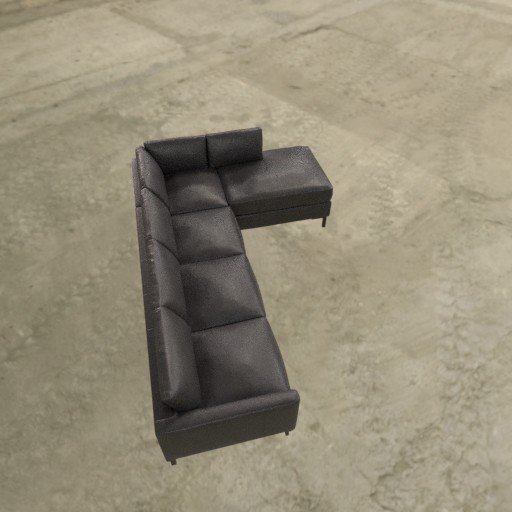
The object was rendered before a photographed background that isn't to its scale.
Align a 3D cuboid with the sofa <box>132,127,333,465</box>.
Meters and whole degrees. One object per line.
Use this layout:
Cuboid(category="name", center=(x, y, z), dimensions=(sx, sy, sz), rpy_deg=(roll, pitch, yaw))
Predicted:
Cuboid(category="sofa", center=(0.000, 0.000, 3.894), dimensions=(1.938, 0.877, 2.984), rpy_deg=(-10, 47, -10))
